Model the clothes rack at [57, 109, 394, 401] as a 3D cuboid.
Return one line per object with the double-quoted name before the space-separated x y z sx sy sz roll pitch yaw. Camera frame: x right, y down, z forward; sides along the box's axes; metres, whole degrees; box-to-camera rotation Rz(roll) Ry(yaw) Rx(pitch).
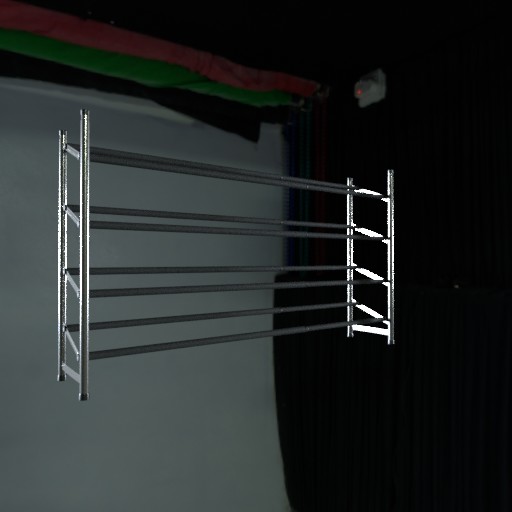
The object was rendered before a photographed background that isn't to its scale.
"clothes rack" 0.000 0.000 1.453 1.168 0.672 0.229 0 -1 -37
